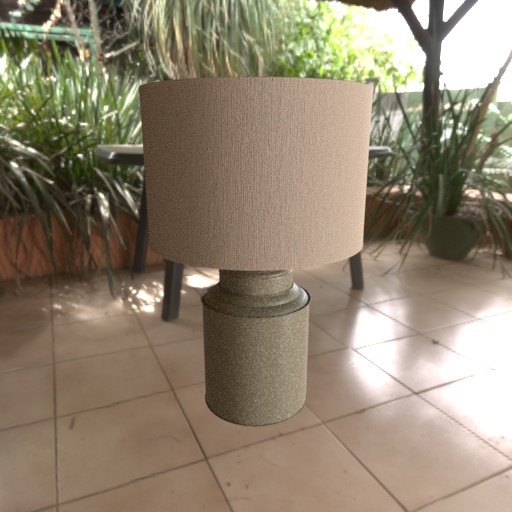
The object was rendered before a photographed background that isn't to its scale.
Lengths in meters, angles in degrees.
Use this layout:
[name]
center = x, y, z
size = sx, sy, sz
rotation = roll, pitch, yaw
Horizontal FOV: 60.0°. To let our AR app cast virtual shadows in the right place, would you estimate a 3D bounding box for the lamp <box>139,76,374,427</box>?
[lamp]
center = 0.000, 0.000, 0.683
size = 0.318, 0.486, 0.318
rotation = 0, 16, 0
